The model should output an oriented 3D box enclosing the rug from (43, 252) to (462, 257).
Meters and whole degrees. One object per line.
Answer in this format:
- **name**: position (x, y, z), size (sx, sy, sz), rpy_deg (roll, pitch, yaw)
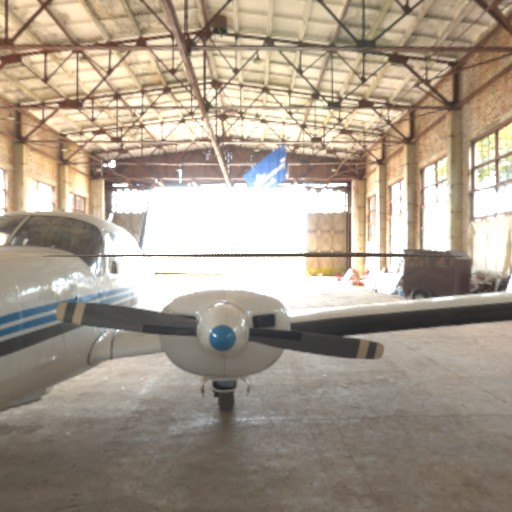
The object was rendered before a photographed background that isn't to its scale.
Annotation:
- **rug**: position (0.000, 0.000, 3.908), size (2.940, 0.013, 2.312), rpy_deg (0, -1, 36)
